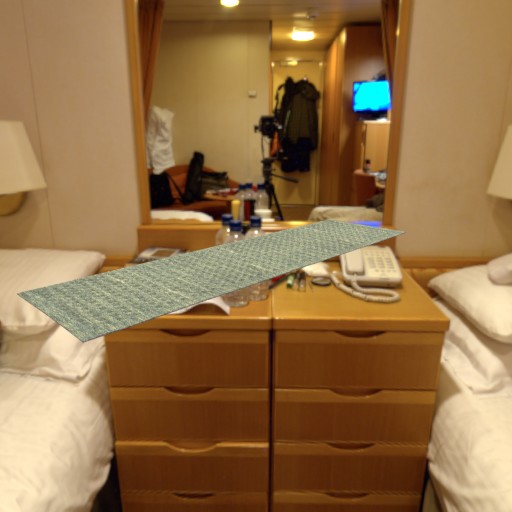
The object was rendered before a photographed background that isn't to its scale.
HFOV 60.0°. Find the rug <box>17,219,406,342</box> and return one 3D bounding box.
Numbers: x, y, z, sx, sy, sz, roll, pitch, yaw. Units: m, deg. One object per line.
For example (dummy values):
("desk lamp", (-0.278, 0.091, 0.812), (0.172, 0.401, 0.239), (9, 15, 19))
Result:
("rug", (0.000, 0.000, 2.645), (0.688, 0.008, 2.443), (15, 22, 43))
